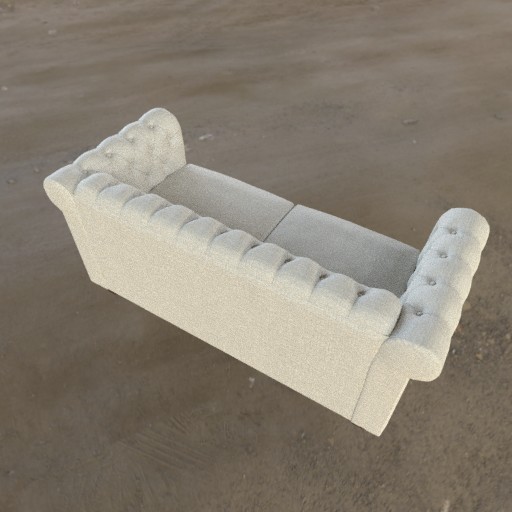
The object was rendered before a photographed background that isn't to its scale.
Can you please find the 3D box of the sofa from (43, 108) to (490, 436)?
[{"bbox_3d":[0.000,0.000,2.137,1.798,0.797,0.783,24,51,21],"label":"sofa"}]
